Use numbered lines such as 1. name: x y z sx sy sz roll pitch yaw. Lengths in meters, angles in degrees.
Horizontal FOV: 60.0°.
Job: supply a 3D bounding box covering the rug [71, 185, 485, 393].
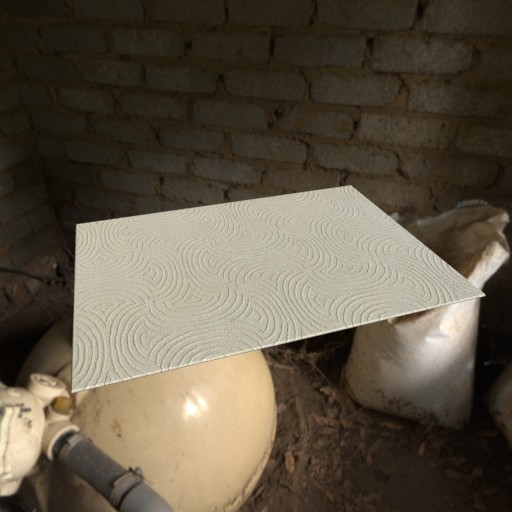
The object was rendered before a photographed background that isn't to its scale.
1. rug: 0.000 0.000 2.746 2.132 0.015 1.526 -10 34 -15
